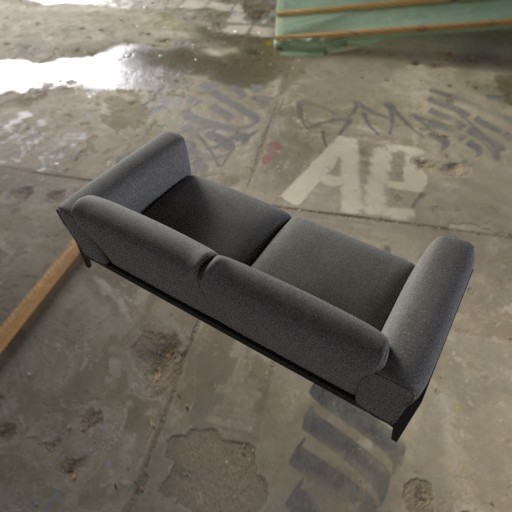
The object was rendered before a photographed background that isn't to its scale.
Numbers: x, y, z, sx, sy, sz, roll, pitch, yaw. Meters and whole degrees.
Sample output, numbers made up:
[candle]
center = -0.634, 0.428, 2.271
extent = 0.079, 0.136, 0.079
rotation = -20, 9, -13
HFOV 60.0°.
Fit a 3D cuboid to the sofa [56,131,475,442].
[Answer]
[sofa]
center = 0.000, 0.000, 2.512
extent = 2.125, 0.703, 0.985
rotation = 25, 52, 21
